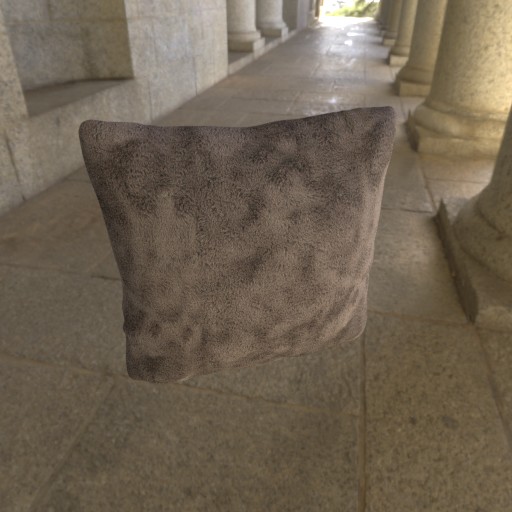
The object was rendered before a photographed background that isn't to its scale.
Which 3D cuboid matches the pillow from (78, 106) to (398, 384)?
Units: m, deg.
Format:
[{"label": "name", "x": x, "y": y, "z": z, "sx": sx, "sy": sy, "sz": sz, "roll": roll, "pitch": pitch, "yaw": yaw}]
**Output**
[{"label": "pillow", "x": 0.000, "y": 0.000, "z": 0.809, "sx": 0.522, "sy": 0.520, "sz": 0.204, "roll": -9, "pitch": 32, "yaw": -15}]
